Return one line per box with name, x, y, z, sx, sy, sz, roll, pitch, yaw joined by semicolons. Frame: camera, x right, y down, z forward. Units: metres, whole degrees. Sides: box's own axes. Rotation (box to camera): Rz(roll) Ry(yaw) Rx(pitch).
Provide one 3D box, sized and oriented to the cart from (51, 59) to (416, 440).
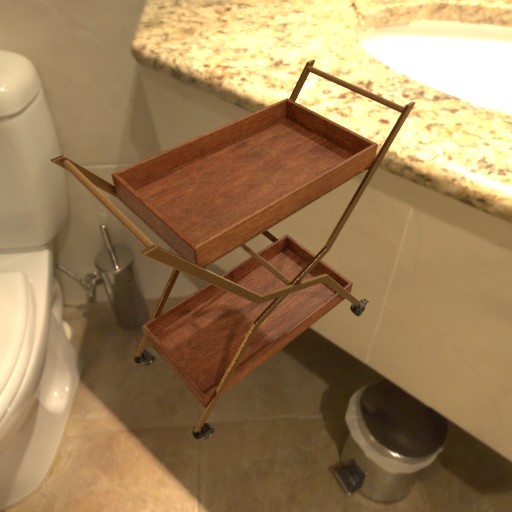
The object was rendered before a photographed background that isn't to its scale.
cart;0.000;0.000;1.347;0.836;0.869;0.405;-32;54;-27
